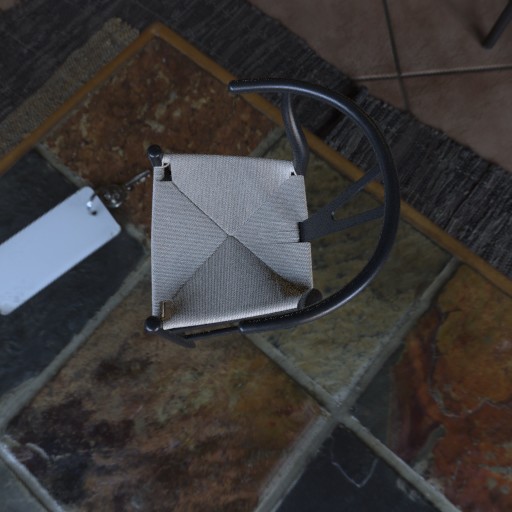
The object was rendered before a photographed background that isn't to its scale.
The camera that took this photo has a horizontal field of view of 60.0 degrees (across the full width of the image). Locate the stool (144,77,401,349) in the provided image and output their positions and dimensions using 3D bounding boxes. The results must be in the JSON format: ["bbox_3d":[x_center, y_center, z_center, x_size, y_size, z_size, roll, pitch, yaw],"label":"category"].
[{"bbox_3d":[0.000,0.000,1.395,0.579,1.072,0.569,-3,75,-1],"label":"stool"}]
